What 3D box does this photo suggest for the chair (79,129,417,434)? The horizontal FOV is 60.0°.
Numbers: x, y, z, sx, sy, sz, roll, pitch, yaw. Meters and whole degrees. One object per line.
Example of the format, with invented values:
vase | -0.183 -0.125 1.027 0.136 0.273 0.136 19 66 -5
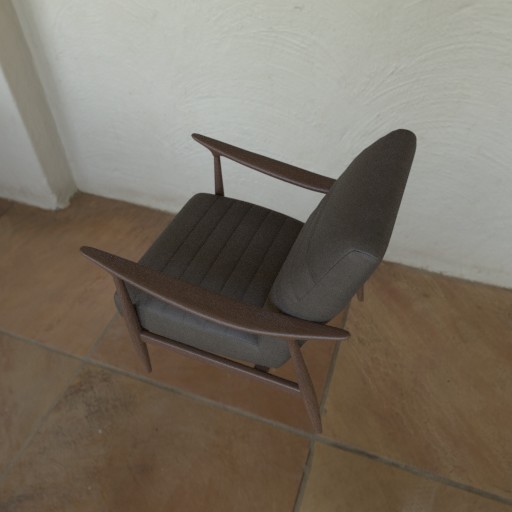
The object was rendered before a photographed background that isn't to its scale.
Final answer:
chair | 0.000 0.000 1.484 0.798 0.831 0.741 16 48 15
